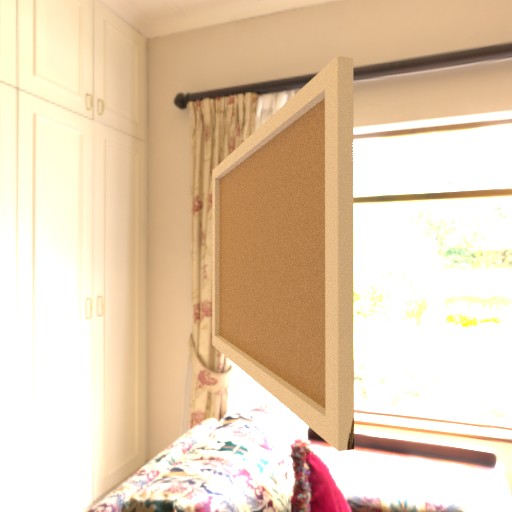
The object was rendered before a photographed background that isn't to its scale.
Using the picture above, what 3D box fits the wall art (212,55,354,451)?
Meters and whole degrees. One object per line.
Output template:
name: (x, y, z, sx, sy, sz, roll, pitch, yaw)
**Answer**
wall art: (0.000, 0.000, 1.406, 0.038, 0.767, 1.144, 0, -1, -18)
